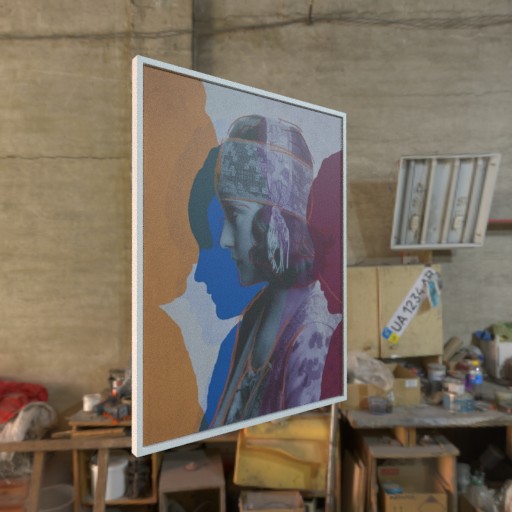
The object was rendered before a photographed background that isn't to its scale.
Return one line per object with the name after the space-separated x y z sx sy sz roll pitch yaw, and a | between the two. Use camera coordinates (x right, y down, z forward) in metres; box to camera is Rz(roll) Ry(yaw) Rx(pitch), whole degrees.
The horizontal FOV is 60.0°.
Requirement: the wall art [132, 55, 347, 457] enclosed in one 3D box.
0.000 0.000 1.405 0.795 1.050 0.039 0 0 -36 | wall art
